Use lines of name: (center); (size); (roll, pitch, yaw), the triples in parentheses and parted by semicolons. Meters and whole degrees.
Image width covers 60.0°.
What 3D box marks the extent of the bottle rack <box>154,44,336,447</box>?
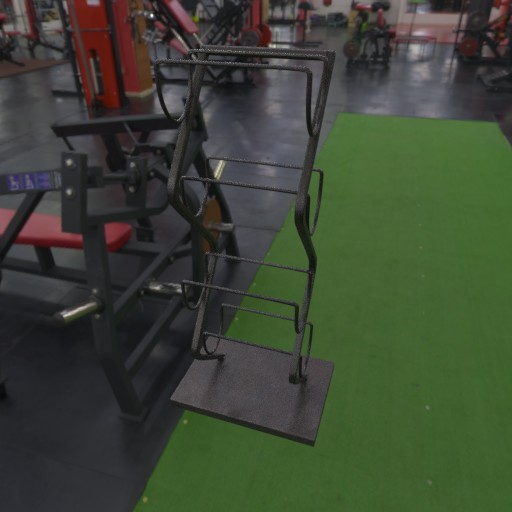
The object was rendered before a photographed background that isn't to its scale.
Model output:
bottle rack: (0.000, 0.000, 0.661); (0.254, 0.559, 0.178); (10, 33, 16)
